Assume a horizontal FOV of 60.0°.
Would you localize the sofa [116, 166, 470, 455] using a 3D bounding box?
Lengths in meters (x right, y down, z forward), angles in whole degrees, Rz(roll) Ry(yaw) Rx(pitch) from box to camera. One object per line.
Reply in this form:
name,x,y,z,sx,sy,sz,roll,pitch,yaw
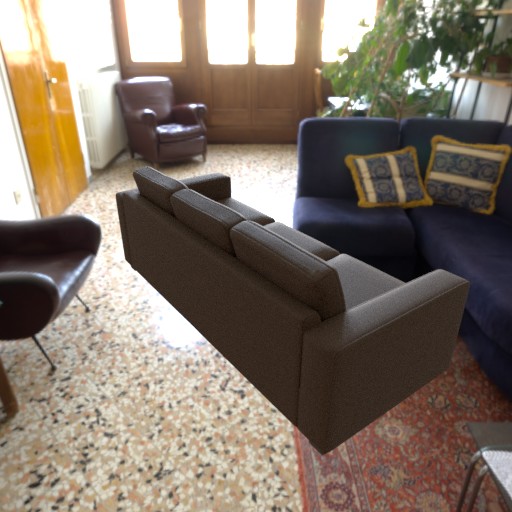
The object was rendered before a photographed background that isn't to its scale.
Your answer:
sofa,0.000,0.000,2.647,0.900,0.806,2.160,-19,32,-32
